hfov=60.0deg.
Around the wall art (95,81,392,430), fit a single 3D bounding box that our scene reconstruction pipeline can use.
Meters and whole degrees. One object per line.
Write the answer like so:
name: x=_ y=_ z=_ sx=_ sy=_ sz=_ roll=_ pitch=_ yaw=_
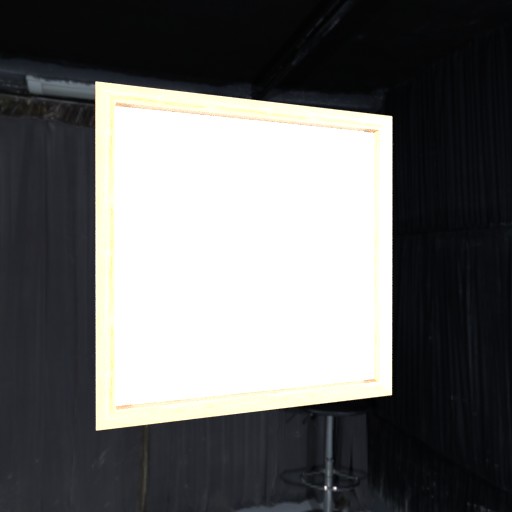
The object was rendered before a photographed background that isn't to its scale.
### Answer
wall art: x=0.000 y=0.000 z=0.447 sx=0.303 sy=0.303 sz=0.028 roll=0 pitch=0 yaw=-19
